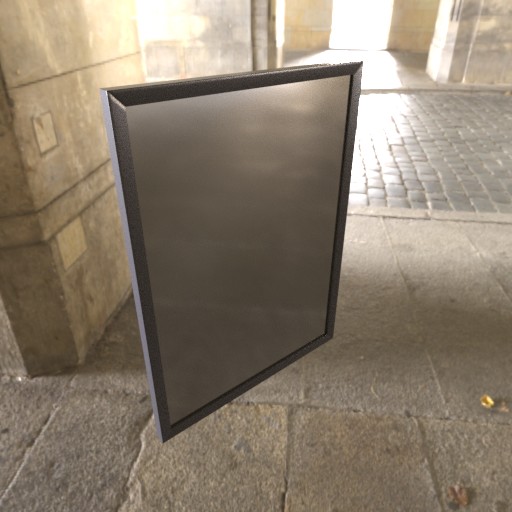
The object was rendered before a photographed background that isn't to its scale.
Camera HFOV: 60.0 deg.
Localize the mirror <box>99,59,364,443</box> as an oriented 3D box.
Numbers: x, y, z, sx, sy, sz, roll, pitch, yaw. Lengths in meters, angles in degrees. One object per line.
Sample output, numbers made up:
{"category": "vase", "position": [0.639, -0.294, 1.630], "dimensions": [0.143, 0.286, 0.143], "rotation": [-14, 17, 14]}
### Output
{"category": "mirror", "position": [0.000, 0.000, 1.312], "dimensions": [0.762, 1.016, 0.040], "rotation": [-22, 37, -33]}
